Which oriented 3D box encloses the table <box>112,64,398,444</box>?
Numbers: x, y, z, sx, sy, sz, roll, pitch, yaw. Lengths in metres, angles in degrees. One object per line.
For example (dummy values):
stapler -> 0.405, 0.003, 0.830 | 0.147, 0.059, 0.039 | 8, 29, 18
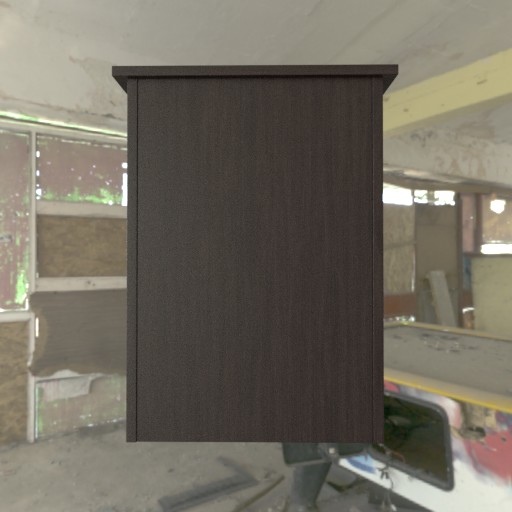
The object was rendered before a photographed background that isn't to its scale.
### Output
table -> 0.000, 0.000, 0.928 | 0.480, 0.635, 0.381 | 0, -1, 1
